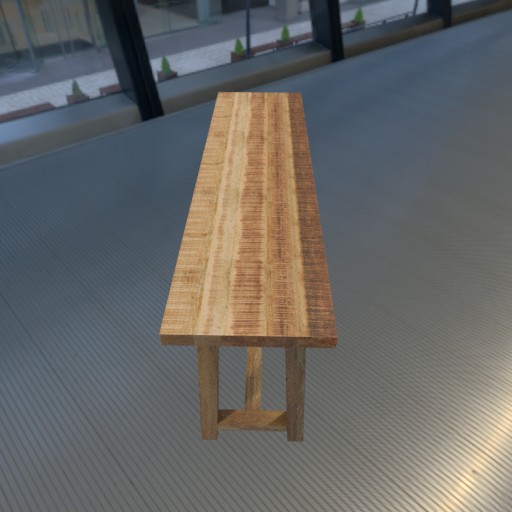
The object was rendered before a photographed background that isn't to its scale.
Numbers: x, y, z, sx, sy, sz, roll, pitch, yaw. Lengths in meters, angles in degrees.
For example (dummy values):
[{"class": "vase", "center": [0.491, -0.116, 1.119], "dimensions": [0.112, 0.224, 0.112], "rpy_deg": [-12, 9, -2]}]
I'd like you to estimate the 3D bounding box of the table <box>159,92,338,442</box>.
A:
[{"class": "table", "center": [0.000, 0.000, 1.847], "dimensions": [0.405, 0.810, 1.524], "rpy_deg": [1, 40, 1]}]
